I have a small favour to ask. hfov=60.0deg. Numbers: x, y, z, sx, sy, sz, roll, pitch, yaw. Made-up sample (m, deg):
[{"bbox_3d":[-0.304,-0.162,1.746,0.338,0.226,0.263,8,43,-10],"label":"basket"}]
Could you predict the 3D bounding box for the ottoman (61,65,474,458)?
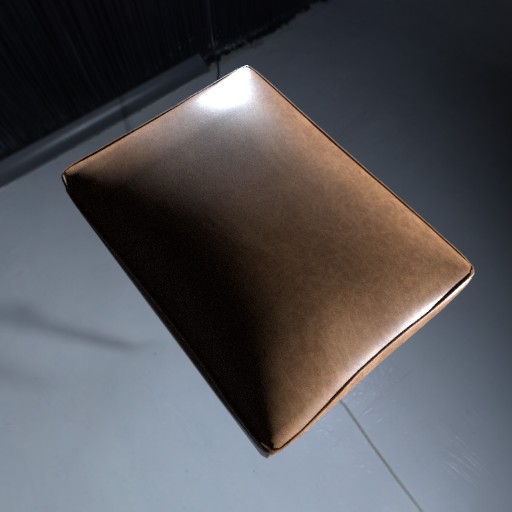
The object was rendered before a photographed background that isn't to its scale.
[{"bbox_3d":[0.000,0.000,1.090,0.554,0.468,0.756,-36,70,-16],"label":"ottoman"}]
